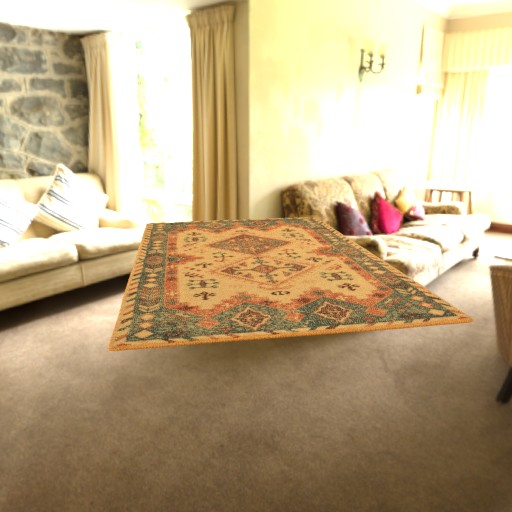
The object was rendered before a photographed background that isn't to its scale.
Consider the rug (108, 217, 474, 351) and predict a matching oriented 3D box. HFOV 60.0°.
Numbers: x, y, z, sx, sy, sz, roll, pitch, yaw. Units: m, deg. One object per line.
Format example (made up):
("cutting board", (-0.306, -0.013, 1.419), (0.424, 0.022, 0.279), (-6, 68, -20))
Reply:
("rug", (0.000, 0.000, 2.294), (1.225, 0.015, 1.840), (-3, 16, -9))
